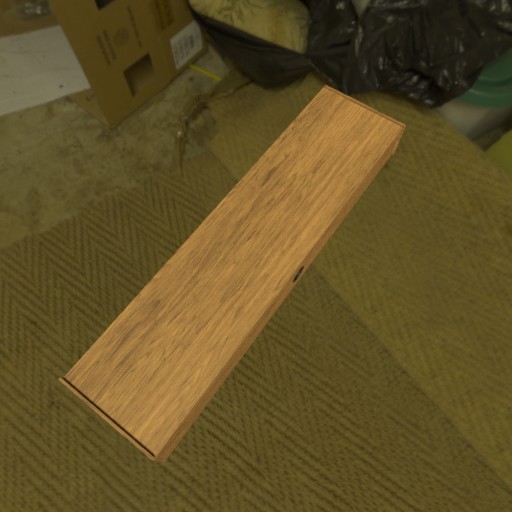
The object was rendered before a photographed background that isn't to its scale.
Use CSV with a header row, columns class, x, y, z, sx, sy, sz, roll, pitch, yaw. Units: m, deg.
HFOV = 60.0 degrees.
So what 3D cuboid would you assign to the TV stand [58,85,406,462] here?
class,x,y,z,sx,sy,sz,roll,pitch,yaw
TV stand,0.000,0.000,2.038,0.467,0.415,1.796,33,69,15
